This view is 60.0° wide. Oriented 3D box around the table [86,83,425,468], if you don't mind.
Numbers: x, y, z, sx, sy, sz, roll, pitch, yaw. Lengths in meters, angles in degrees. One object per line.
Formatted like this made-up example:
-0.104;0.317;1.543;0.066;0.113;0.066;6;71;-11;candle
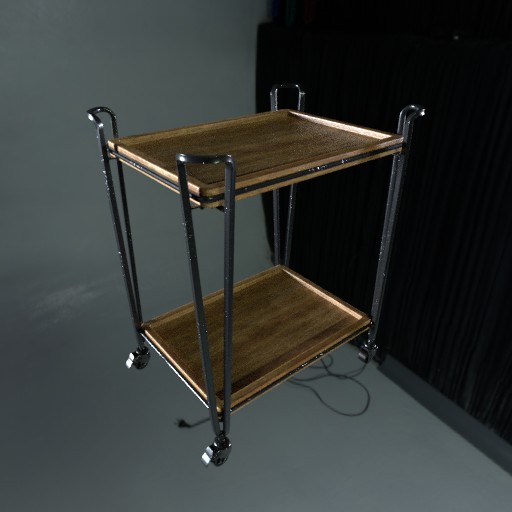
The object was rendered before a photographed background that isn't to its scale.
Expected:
0.000;0.000;1.220;0.672;0.785;0.505;-22;36;-33;table
